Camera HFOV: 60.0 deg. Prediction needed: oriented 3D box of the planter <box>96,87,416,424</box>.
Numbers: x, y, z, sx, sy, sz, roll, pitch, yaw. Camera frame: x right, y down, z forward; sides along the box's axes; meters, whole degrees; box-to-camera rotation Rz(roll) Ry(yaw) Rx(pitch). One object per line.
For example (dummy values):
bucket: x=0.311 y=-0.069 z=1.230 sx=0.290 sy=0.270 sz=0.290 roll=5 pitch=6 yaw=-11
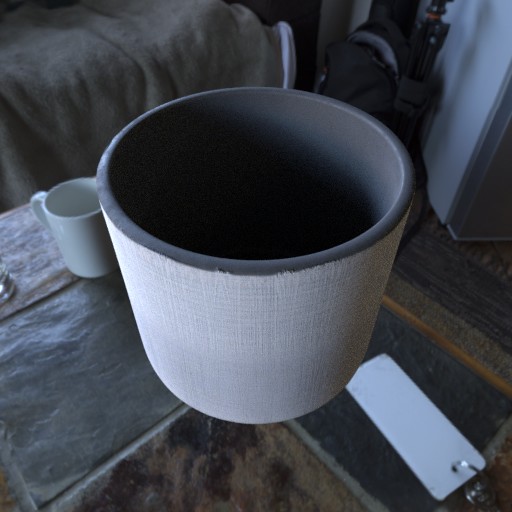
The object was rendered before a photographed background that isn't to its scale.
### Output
planter: x=0.000 y=0.000 z=0.380 sx=0.221 sy=0.201 sz=0.221 roll=0 pitch=46 yaw=0
